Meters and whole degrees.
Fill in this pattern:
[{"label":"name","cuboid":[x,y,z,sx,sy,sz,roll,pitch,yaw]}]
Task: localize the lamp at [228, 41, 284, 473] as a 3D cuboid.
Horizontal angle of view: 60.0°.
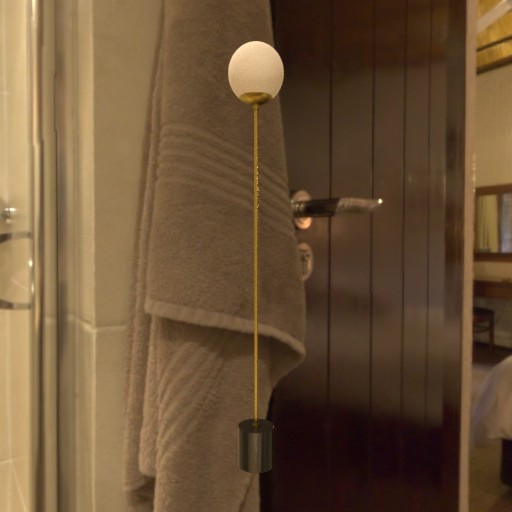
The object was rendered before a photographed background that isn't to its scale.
[{"label":"lamp","cuboid":[0.000,0.000,1.843,0.229,1.748,0.229,0,1,19]}]
